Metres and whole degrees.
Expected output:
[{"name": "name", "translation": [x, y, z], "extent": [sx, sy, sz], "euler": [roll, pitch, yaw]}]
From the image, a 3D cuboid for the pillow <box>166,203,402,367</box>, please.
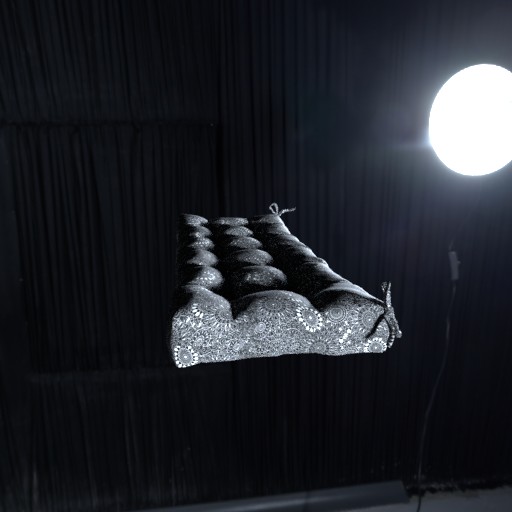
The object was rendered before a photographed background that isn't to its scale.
[{"name": "pillow", "translation": [0.000, 0.000, 1.375], "extent": [0.511, 0.174, 1.194], "euler": [-2, 15, -9]}]
